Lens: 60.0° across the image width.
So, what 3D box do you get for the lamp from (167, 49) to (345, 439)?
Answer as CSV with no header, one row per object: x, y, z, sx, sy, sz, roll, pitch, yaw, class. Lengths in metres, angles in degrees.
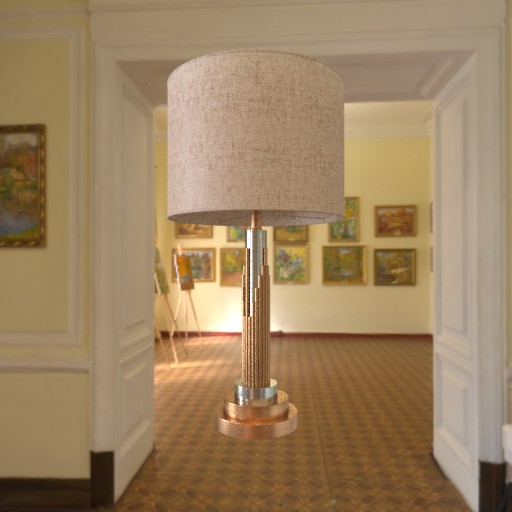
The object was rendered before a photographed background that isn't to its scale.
0.000,0.000,0.813,0.321,0.610,0.321,0,-1,17,lamp
